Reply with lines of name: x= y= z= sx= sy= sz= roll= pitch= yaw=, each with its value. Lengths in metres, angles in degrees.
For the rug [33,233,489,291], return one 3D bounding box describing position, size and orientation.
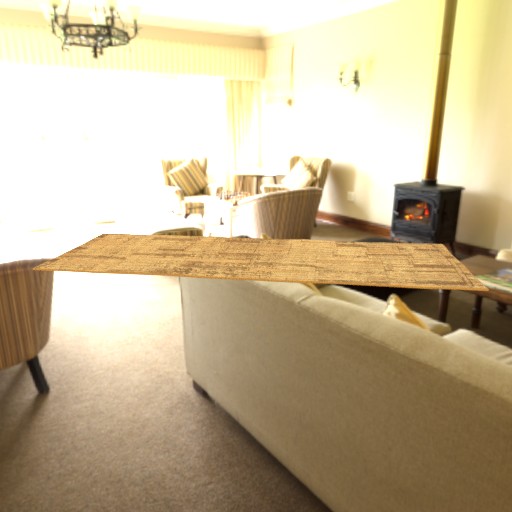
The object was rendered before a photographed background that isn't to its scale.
rug: x=0.000 y=0.000 z=2.688 sx=2.383 sy=0.018 sz=0.857 roll=2 pitch=17 yaw=7
